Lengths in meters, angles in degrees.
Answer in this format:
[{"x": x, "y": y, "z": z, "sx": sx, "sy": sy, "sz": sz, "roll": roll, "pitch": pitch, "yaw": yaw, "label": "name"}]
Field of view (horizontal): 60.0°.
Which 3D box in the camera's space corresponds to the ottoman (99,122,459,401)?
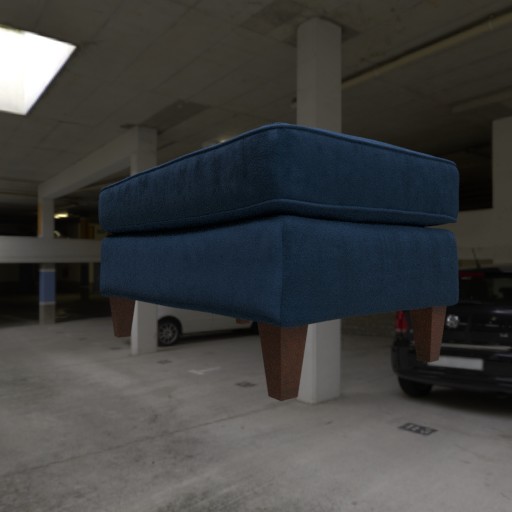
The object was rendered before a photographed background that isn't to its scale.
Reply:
[{"x": 0.000, "y": 0.000, "z": 1.181, "sx": 0.583, "sy": 0.484, "sz": 0.862, "roll": 0, "pitch": 0, "yaw": -38, "label": "ottoman"}]
